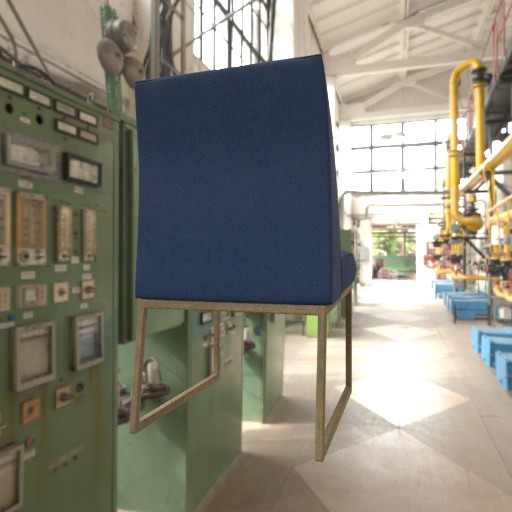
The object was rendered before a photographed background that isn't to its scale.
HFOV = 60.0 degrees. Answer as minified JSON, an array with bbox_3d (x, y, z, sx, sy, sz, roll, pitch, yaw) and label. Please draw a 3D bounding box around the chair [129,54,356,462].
[{"bbox_3d":[0.000,0.000,1.248,0.508,0.863,0.522,0,0,19],"label":"chair"}]
